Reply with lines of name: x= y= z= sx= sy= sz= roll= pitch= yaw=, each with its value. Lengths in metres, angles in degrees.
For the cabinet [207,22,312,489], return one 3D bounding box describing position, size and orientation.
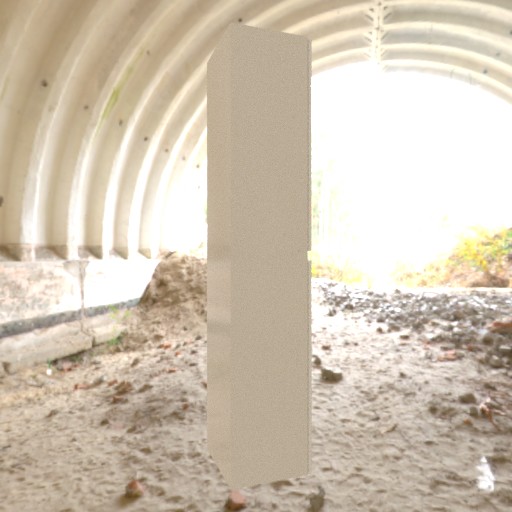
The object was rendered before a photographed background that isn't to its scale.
cabinet: x=0.000 y=0.000 z=1.515 sx=0.270 sy=1.400 sz=0.300 roll=0 pitch=0 yaw=-20
